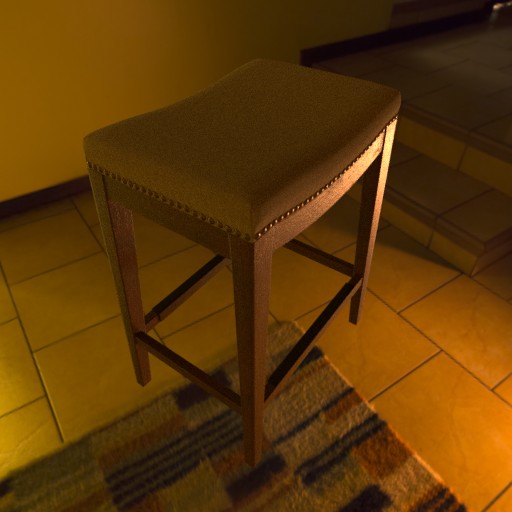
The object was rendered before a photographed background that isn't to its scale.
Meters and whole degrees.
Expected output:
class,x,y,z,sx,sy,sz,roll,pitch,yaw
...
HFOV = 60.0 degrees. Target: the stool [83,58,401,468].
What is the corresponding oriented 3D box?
class,x,y,z,sx,sy,sz,roll,pitch,yaw
stool,0.000,0.000,0.952,0.356,0.660,0.508,25,47,26
